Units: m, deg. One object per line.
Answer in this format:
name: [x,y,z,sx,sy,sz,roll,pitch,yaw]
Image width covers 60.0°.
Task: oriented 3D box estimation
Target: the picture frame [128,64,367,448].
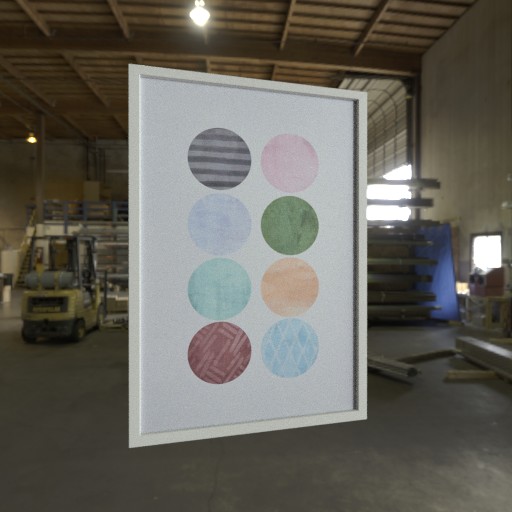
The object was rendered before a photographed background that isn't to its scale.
picture frame: [0.000,0.000,0.551,0.305,0.434,0.013,0,0,-17]
